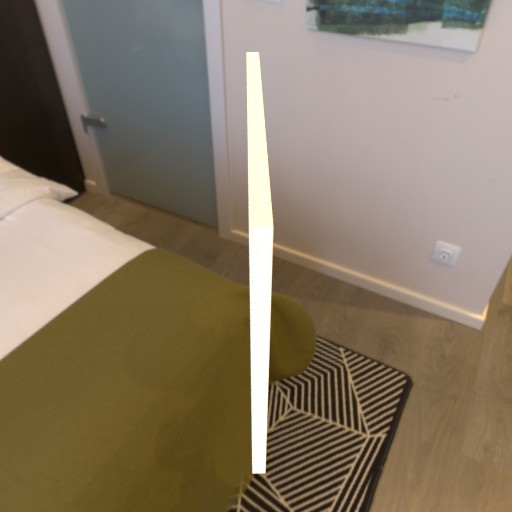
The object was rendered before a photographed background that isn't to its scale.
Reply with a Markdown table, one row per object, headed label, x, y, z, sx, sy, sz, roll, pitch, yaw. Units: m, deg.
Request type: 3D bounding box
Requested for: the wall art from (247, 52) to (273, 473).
| label | x | y | z | sx | sy | sz | roll | pitch | yaw |
| --- | --- | --- | --- | --- | --- | --- | --- | --- | --- |
| wall art | 0.000 | 0.000 | 1.510 | 0.045 | 1.016 | 1.016 | -1 | 41 | -1 |
